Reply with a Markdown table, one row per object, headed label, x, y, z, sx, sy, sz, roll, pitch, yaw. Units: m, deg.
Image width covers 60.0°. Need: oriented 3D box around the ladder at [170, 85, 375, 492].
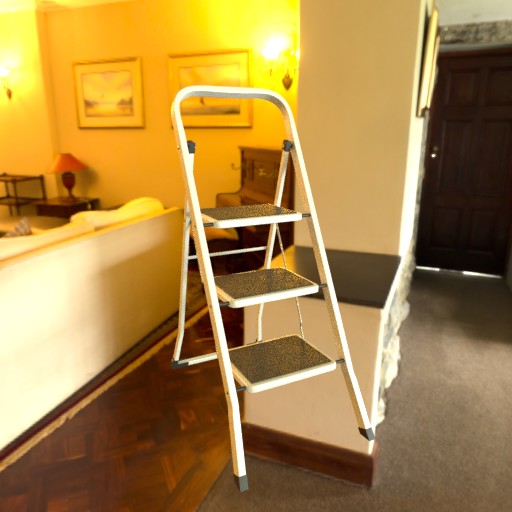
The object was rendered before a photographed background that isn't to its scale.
| label | x | y | z | sx | sy | sz | roll | pitch | yaw |
| --- | --- | --- | --- | --- | --- | --- | --- | --- | --- |
| ladder | 0.000 | 0.000 | 1.424 | 0.460 | 1.050 | 0.711 | -8 | 17 | -26 |
